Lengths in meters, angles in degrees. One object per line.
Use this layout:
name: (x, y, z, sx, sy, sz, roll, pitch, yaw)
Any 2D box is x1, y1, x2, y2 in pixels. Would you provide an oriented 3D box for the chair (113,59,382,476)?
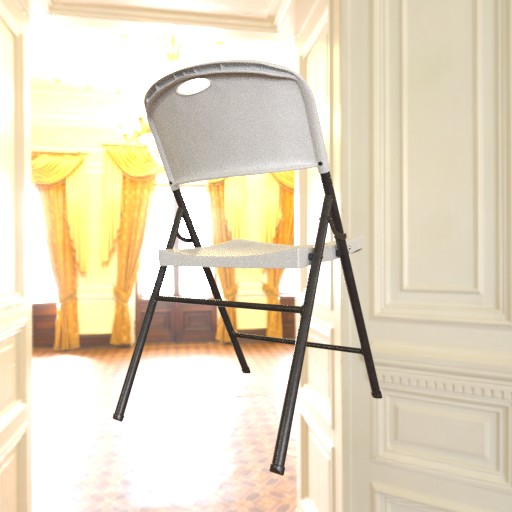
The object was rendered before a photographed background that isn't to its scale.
chair: (0.000, 0.000, 1.172, 0.494, 0.810, 0.566, 0, 0, 35)
